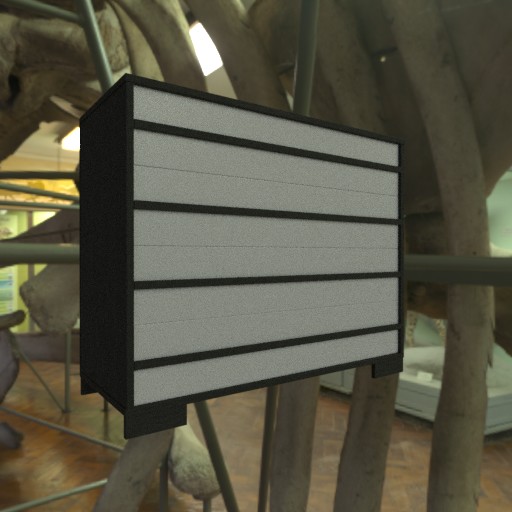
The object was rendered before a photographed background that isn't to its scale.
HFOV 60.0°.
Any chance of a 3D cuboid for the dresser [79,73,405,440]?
[{"bbox_3d":[0.000,0.000,1.434,0.994,0.816,0.404,0,0,-35],"label":"dresser"}]
